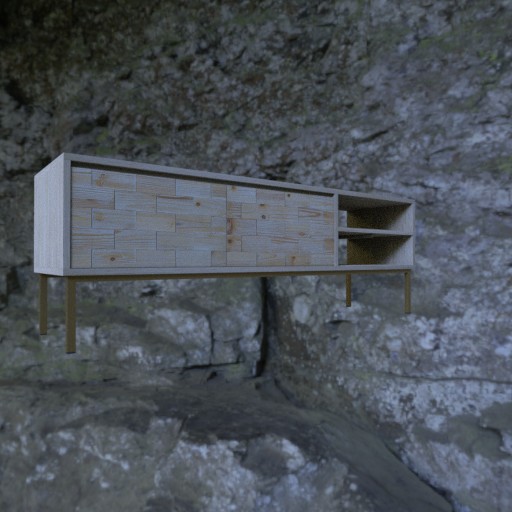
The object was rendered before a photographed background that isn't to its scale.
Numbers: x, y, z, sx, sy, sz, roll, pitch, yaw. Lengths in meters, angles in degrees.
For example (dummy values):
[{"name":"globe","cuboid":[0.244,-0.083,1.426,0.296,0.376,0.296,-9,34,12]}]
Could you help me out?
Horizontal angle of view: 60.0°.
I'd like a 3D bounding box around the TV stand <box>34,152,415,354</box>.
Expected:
[{"name":"TV stand","cuboid":[0.000,0.000,1.841,1.600,0.550,0.420,0,-1,-36]}]
